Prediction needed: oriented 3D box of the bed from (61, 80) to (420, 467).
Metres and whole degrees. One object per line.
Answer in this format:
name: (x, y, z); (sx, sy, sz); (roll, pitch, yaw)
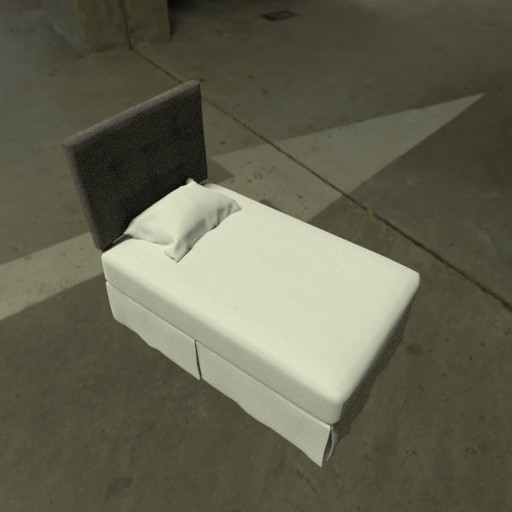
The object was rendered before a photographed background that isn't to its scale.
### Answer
bed: (0.000, 0.000, 2.977); (1.997, 1.571, 1.261); (26, 49, 26)
